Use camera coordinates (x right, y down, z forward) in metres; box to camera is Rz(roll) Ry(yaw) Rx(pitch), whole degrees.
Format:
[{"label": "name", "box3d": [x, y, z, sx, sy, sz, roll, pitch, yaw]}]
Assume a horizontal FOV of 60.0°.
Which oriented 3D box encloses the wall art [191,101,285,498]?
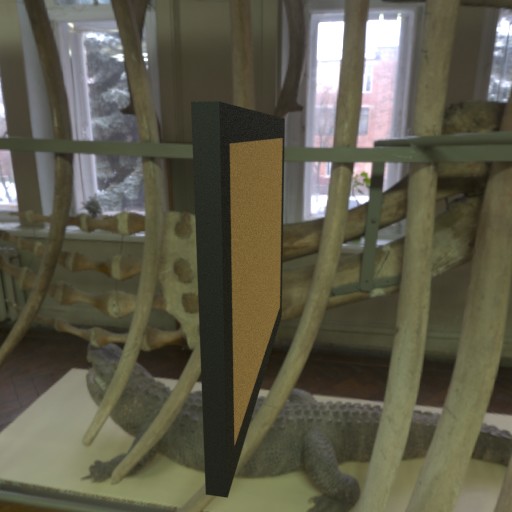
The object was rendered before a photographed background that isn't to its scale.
[{"label": "wall art", "box3d": [0.000, 0.000, 0.749, 0.028, 0.460, 0.561, 3, 16, 10]}]
